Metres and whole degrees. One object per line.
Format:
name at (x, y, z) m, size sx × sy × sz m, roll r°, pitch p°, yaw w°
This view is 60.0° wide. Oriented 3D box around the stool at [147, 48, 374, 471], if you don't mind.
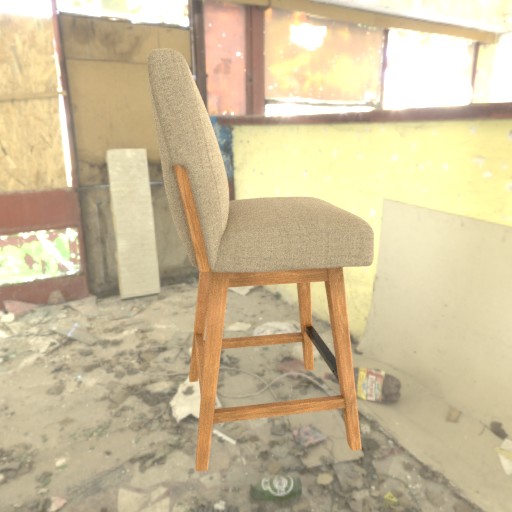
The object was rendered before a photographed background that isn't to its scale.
stool at (0.000, 0.000, 1.255) m, size 0.526 × 1.010 × 0.459 m, roll -3°, pitch 16°, yaw -10°
